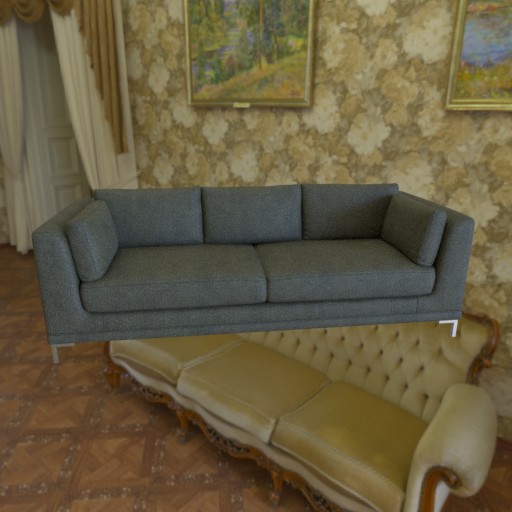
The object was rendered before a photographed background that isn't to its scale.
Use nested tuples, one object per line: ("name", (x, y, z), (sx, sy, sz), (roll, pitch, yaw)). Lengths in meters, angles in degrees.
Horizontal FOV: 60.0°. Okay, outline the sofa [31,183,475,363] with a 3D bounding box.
("sofa", (0.000, 0.000, 2.904), (2.415, 0.867, 0.969), (-2, 18, -7))
